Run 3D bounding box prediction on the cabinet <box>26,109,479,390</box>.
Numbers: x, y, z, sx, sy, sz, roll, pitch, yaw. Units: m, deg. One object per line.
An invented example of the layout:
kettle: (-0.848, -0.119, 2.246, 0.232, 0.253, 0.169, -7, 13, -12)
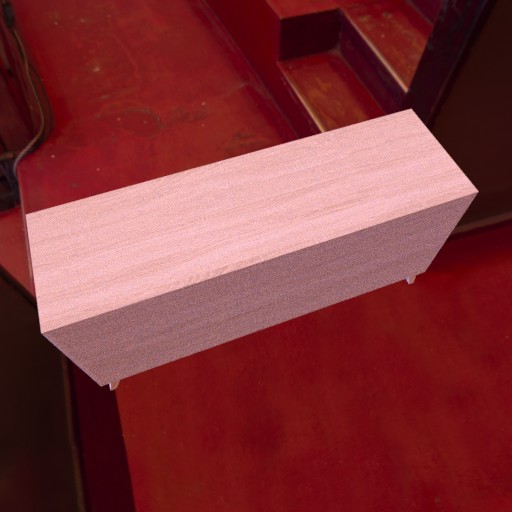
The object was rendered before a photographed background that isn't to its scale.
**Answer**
cabinet: (0.000, 0.000, 2.017, 1.649, 0.780, 0.500, -18, 61, -10)
